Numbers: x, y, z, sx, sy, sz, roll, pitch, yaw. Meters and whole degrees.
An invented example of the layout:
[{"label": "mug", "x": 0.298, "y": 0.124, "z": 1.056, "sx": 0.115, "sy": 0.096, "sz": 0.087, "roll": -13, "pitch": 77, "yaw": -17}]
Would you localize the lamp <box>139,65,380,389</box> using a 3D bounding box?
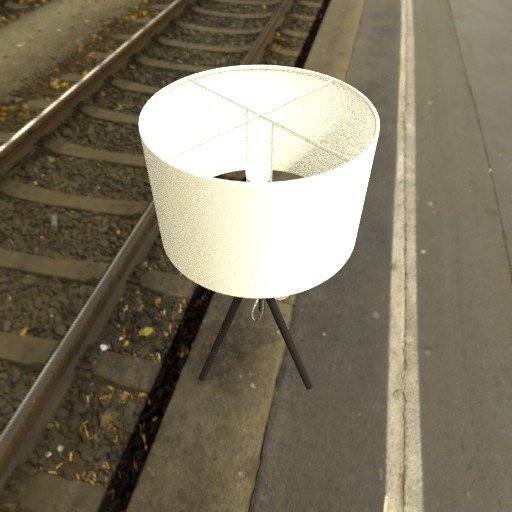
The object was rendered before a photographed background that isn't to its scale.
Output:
[{"label": "lamp", "x": 0.000, "y": 0.000, "z": 0.924, "sx": 0.353, "sy": 0.674, "sz": 0.422, "roll": -5, "pitch": 46, "yaw": -5}]
